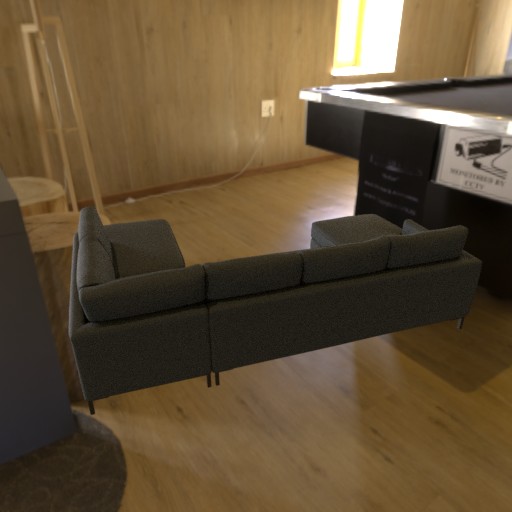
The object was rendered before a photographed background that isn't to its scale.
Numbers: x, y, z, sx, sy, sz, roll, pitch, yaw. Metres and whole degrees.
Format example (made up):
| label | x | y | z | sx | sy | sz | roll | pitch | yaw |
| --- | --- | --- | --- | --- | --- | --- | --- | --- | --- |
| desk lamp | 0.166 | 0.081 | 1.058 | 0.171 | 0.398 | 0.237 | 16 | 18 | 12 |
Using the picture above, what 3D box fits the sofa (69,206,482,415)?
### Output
| label | x | y | z | sx | sy | sz | roll | pitch | yaw |
| --- | --- | --- | --- | --- | --- | --- | --- | --- | --- |
| sofa | 0.000 | 0.000 | 3.822 | 2.975 | 0.858 | 1.984 | -9 | 28 | -17 |
